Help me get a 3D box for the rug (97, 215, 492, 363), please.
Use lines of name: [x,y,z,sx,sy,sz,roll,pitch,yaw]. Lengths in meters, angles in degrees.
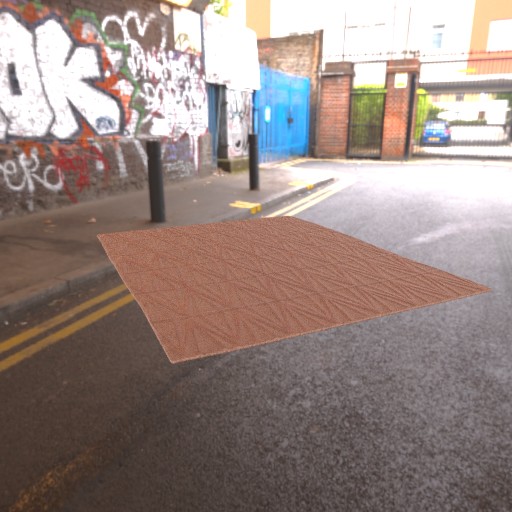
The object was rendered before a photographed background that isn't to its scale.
rug: [0.000,0.000,4.090,2.453,0.043,3.052,-8,18,-25]
